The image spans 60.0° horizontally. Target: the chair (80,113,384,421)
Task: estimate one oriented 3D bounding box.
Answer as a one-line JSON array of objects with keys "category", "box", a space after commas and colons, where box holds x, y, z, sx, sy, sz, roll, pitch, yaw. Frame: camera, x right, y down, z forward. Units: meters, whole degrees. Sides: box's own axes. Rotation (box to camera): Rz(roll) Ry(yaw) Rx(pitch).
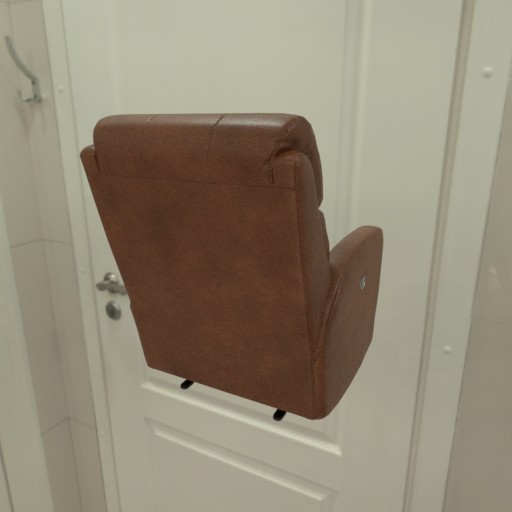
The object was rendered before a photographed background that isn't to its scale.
[{"category": "chair", "box": [0.000, 0.000, 1.676, 0.787, 1.016, 0.939, 9, 19, 27]}]
